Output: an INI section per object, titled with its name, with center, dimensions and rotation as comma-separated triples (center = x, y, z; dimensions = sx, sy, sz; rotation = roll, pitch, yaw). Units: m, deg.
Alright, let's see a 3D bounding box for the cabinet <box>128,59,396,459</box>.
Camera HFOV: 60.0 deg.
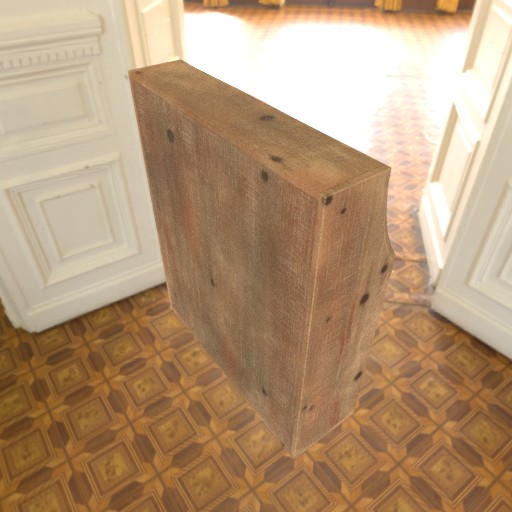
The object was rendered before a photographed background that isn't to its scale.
[cabinet]
center = 0.000, 0.000, 0.841
dimensions = 0.184, 0.590, 0.489
rotation = -26, 47, -27
